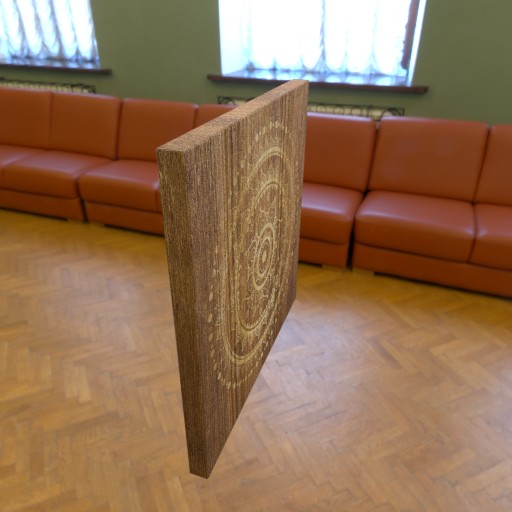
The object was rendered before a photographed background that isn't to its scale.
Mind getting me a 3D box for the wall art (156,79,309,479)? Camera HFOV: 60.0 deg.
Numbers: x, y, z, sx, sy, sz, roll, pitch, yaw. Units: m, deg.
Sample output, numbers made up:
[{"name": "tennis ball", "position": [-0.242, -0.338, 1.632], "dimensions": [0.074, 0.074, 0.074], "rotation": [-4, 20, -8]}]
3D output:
[{"name": "wall art", "position": [0.000, 0.000, 0.910], "dimensions": [0.042, 0.608, 0.611], "rotation": [10, 31, 17]}]
